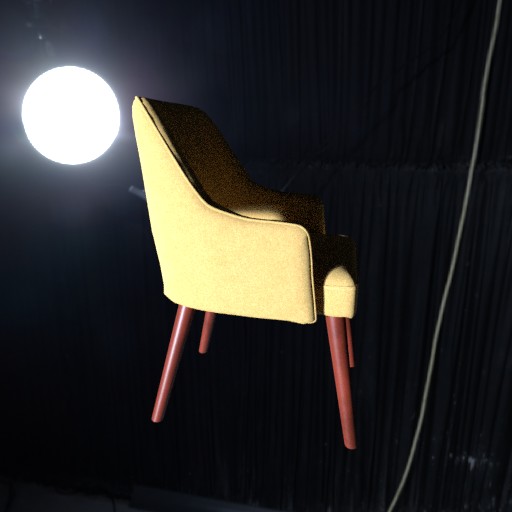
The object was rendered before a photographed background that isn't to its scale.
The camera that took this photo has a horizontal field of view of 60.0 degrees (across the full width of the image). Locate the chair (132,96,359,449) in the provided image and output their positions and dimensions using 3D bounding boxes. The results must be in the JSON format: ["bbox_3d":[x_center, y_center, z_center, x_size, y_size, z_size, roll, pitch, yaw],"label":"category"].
[{"bbox_3d":[0.000,0.000,1.259,0.605,0.849,0.548,3,15,11],"label":"chair"}]
